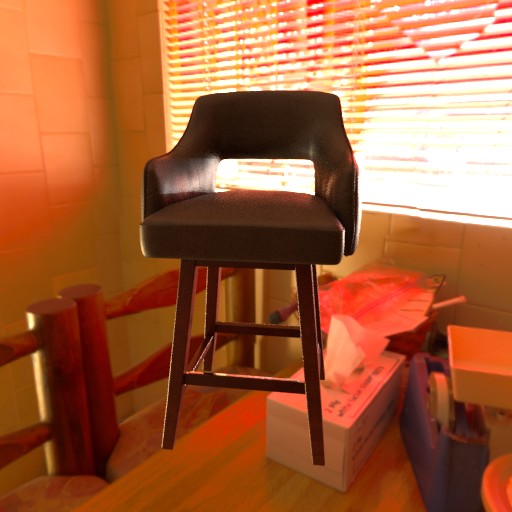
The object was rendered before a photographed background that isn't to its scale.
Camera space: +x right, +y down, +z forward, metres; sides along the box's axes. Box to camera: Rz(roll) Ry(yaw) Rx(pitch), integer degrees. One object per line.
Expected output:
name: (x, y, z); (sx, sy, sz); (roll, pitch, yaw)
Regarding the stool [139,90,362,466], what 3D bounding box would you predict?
stool: (0.000, 0.000, 1.257); (0.550, 0.936, 0.560); (2, 15, 8)
